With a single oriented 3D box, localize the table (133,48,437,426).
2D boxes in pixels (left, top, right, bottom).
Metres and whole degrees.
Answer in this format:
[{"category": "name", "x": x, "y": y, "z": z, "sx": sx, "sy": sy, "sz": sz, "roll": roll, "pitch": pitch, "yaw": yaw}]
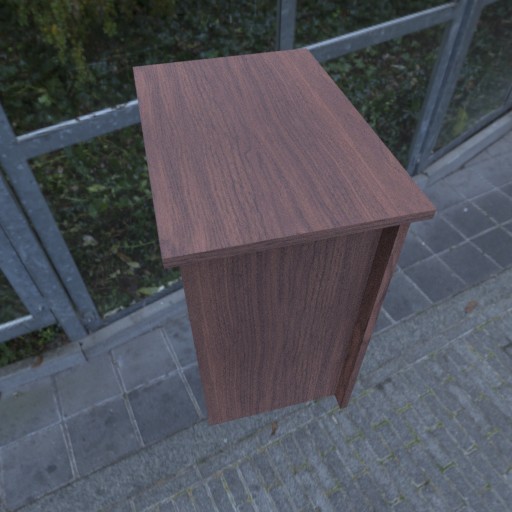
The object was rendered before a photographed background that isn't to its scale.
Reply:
[{"category": "table", "x": 0.000, "y": 0.000, "z": 1.072, "sx": 0.406, "sy": 0.711, "sz": 0.589, "roll": -11, "pitch": 48, "yaw": -10}]
